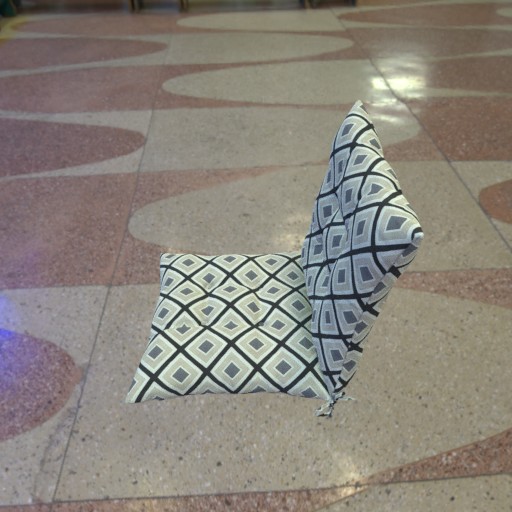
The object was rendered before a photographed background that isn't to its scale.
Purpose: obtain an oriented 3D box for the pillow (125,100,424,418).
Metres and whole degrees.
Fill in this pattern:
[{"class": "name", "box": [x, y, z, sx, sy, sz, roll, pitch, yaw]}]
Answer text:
[{"class": "pillow", "box": [0.000, 0.000, 1.024, 0.585, 0.536, 0.541, 0, 42, 0]}]
